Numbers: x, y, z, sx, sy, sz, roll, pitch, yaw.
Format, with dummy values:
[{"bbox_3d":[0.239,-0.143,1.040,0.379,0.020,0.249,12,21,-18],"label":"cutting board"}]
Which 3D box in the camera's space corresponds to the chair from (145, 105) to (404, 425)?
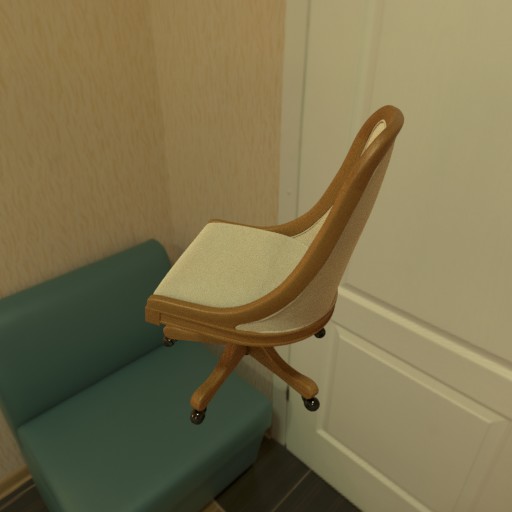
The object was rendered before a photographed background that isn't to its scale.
[{"bbox_3d":[0.000,0.000,1.519,0.811,1.009,0.702,8,33,13],"label":"chair"}]
